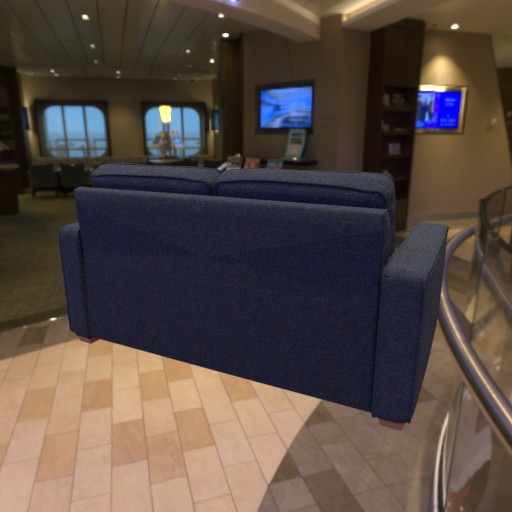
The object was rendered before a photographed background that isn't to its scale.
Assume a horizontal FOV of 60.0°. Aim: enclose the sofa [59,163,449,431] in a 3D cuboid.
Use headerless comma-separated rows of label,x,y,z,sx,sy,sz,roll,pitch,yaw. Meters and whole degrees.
sofa,0.000,0.000,2.210,1.709,0.918,0.947,8,17,26
